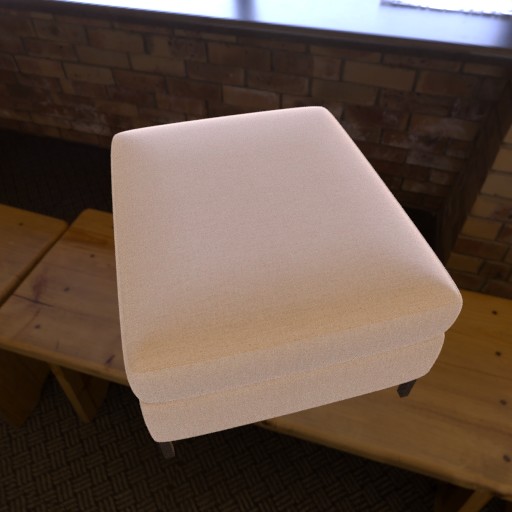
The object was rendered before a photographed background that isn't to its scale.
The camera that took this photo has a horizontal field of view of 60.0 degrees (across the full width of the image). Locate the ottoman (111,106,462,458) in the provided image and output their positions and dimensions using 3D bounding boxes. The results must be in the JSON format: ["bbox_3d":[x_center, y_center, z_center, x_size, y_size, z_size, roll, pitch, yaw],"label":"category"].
[{"bbox_3d":[0.000,0.000,1.163,0.657,0.453,0.794,-11,48,-10],"label":"ottoman"}]
